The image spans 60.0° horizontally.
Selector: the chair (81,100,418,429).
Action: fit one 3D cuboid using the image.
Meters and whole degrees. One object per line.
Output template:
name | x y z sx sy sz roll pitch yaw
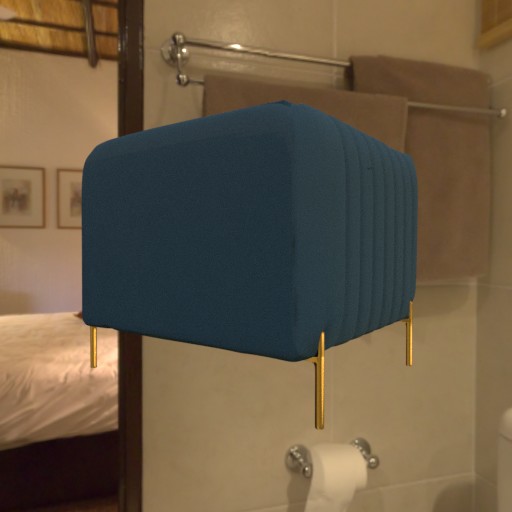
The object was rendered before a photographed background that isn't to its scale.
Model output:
chair | 0.000 0.000 1.602 0.947 0.793 0.877 1 1 36
